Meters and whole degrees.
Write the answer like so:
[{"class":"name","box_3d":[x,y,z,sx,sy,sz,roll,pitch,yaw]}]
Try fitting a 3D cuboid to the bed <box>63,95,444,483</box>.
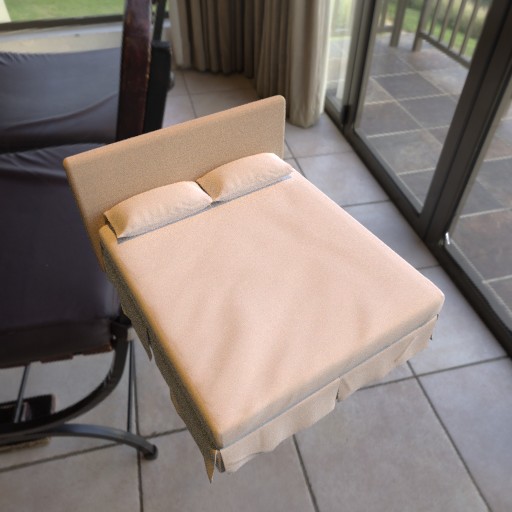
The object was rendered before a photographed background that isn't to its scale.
[{"class":"bed","box_3d":[0.000,0.000,3.550,2.119,1.317,2.319,-24,50,-22]}]
